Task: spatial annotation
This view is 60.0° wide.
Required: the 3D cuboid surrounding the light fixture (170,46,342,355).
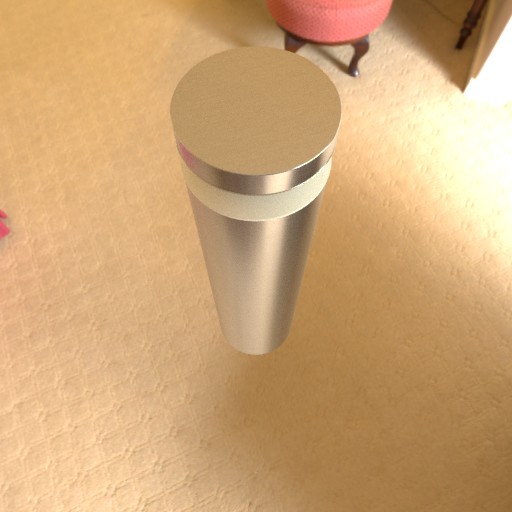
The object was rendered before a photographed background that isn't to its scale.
[{"bbox_3d":[0.000,0.000,0.438,0.102,0.400,0.102,-15,65,-7],"label":"light fixture"}]
